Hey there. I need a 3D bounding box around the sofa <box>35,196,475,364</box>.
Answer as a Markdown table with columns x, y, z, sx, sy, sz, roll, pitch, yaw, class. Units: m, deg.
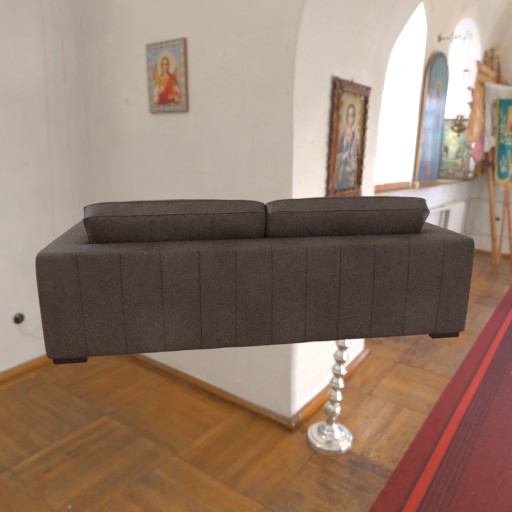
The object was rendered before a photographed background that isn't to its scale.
| x | y | z | sx | sy | sz | roll | pitch | yaw | class |
| --- | --- | --- | --- | --- | --- | --- | --- | --- | --- |
| 0.000 | 0.000 | 2.760 | 2.262 | 0.801 | 1.070 | -2 | 15 | -8 | sofa |
